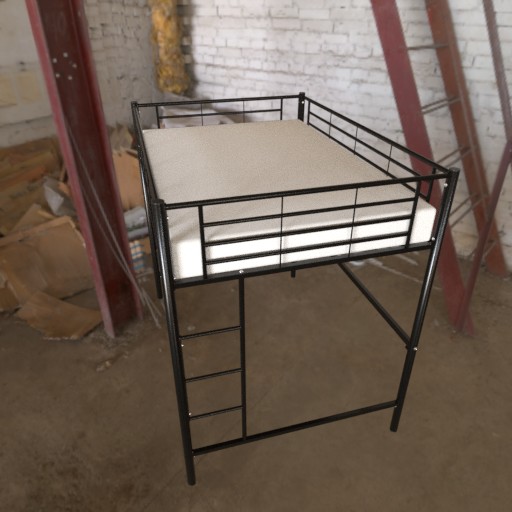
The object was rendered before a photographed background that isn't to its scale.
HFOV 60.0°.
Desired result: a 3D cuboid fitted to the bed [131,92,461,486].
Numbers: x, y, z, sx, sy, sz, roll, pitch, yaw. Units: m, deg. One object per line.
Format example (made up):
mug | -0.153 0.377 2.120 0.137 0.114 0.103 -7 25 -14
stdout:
bed | 0.000 0.000 3.135 1.397 1.803 1.994 -8 31 -14
